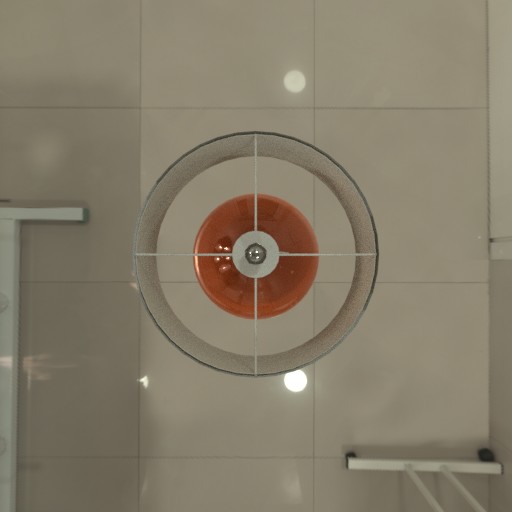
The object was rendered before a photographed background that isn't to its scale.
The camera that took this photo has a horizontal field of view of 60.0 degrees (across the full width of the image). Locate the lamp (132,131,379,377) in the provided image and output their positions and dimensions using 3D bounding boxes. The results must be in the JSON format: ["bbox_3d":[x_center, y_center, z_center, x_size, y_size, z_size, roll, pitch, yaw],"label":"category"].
[{"bbox_3d":[0.000,0.000,0.561,0.247,0.387,0.247,0,90,0],"label":"lamp"}]
